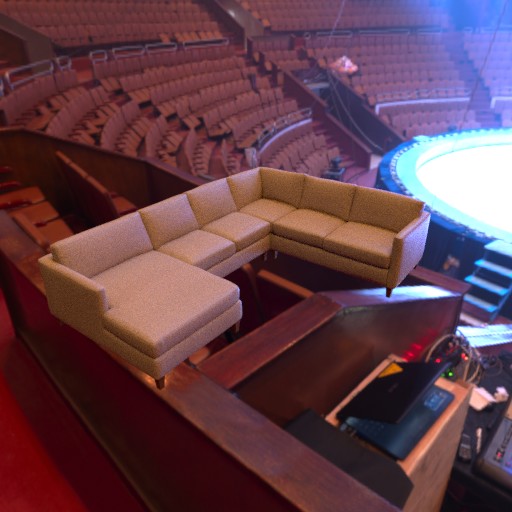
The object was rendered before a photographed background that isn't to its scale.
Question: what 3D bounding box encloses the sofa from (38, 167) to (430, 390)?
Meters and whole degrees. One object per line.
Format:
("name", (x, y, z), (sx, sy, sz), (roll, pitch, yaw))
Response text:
("sofa", (0.000, 0.000, 4.771), (2.594, 0.961, 3.460), (19, 33, 33))
